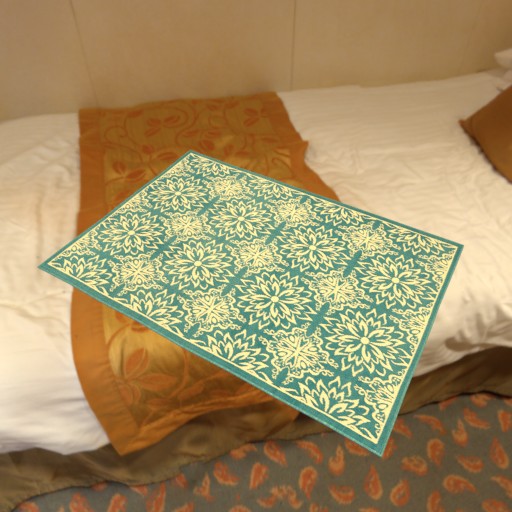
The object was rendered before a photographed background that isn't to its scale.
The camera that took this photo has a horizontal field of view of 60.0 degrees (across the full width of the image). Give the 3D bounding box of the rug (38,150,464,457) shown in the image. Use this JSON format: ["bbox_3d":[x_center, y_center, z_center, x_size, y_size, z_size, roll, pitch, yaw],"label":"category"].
[{"bbox_3d":[0.000,0.000,2.792,2.205,0.012,1.554,23,50,21],"label":"rug"}]
